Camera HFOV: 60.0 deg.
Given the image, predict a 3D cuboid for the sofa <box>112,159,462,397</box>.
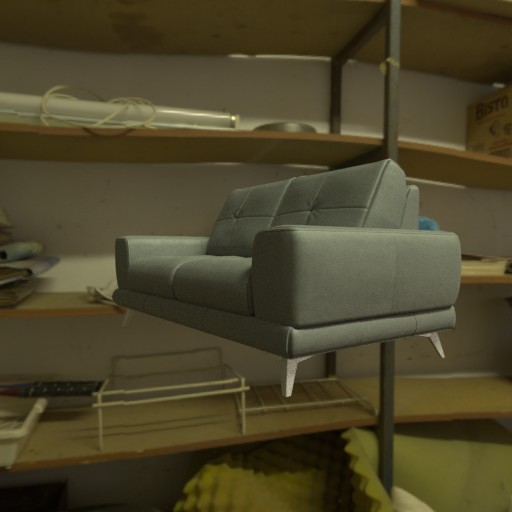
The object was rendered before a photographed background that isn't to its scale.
[{"bbox_3d":[0.000,0.000,2.394,1.018,0.907,1.806,-1,1,-35],"label":"sofa"}]
